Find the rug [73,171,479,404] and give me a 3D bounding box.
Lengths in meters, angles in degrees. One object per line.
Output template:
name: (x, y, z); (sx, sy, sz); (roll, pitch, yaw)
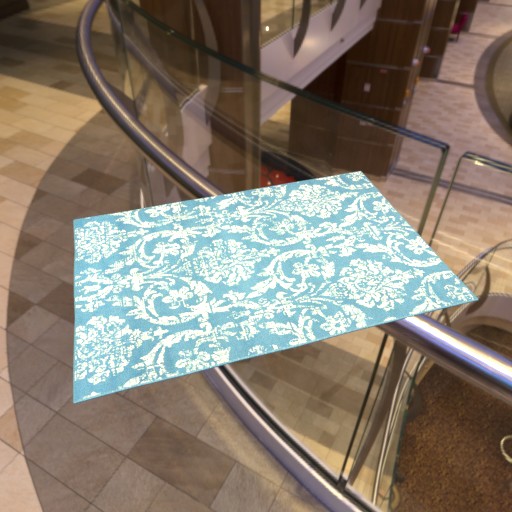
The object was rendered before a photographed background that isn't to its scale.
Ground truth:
rug: (0.000, 0.000, 2.326); (1.833, 0.012, 1.211); (-12, 43, -13)
